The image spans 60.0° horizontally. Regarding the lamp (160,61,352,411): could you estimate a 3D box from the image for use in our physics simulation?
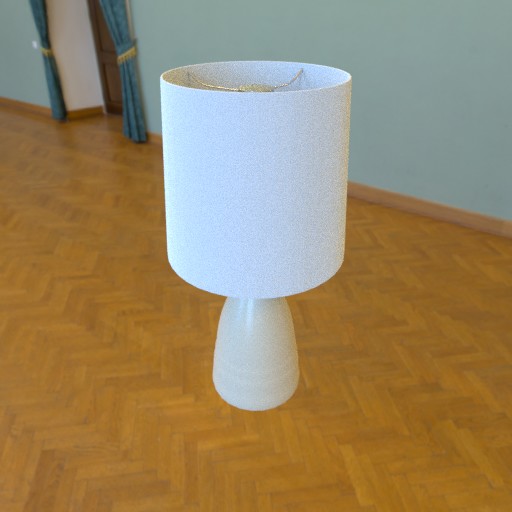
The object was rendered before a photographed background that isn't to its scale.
[{"bbox_3d":[0.000,0.000,0.481,0.186,0.369,0.186,0,31,0],"label":"lamp"}]
